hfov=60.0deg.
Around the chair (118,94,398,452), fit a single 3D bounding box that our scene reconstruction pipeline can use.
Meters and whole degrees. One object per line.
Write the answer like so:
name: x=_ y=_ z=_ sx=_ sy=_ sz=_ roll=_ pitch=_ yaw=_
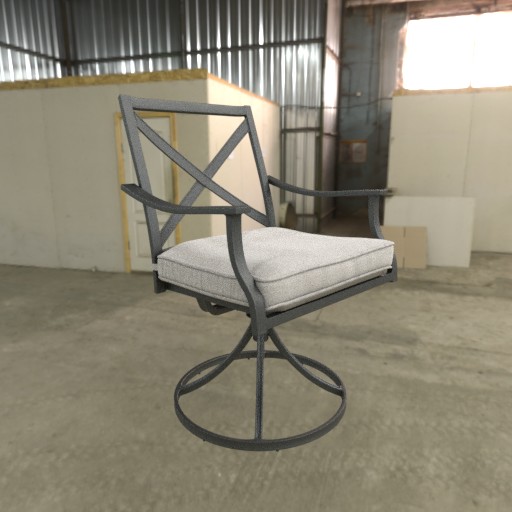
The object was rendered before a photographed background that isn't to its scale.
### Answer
chair: x=0.000 y=0.000 z=1.278 sx=0.575 sy=0.889 sz=0.620 roll=-13 pitch=19 yaw=-42
